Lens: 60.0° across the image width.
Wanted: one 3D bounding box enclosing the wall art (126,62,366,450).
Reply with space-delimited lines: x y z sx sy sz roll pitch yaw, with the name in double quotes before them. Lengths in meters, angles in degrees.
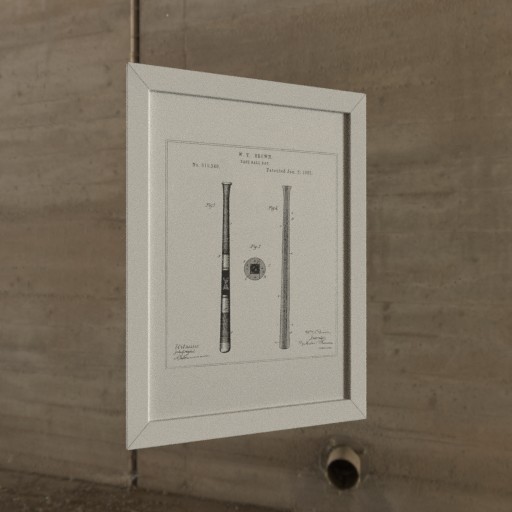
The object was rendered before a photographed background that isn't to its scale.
"wall art" 0.000 0.000 0.667 0.374 0.529 0.012 0 0 -18
